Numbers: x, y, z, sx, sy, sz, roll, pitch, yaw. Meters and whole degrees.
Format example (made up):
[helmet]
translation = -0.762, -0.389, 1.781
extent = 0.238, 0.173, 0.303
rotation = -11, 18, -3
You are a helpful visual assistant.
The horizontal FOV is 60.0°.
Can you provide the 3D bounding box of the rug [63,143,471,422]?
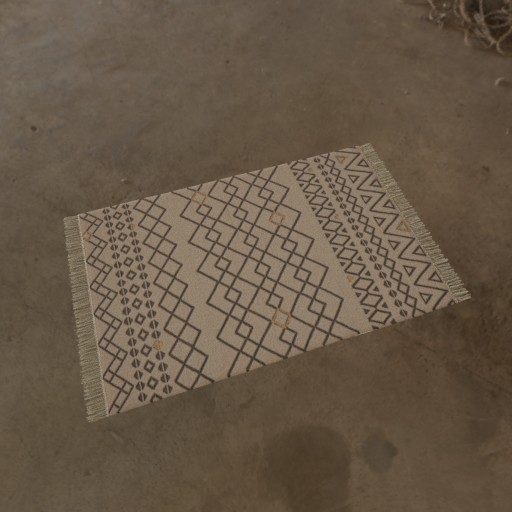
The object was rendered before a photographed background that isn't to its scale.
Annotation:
[rug]
translation = 0.000, 0.000, 2.482
extent = 2.023, 0.028, 1.224
rotation = -16, 59, -10
